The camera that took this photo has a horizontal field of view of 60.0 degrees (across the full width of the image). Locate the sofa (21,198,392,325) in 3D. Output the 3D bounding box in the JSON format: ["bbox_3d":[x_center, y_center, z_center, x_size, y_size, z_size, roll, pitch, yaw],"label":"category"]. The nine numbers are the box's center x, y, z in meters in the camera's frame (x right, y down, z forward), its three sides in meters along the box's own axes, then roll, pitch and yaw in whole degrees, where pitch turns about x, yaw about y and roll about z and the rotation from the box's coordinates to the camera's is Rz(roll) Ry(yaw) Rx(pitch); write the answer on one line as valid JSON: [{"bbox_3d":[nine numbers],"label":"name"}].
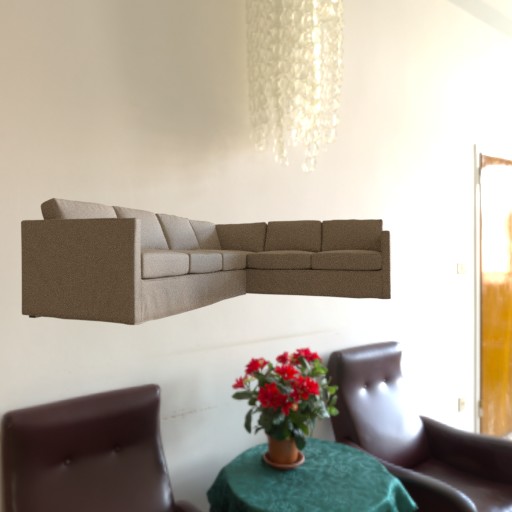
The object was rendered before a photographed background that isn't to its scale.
[{"bbox_3d":[0.000,0.000,4.213,2.432,0.871,3.182,0,0,18],"label":"sofa"}]
